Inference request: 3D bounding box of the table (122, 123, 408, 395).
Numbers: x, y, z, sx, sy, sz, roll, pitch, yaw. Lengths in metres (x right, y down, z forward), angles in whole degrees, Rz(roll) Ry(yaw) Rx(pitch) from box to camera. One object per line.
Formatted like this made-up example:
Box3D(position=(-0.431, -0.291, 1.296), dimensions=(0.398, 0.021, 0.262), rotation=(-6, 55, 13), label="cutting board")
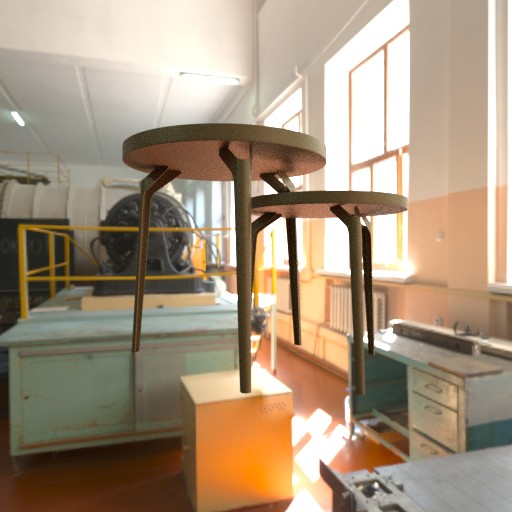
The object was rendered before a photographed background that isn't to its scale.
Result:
Box3D(position=(0.000, 0.000, 1.160), dimensions=(0.751, 0.555, 0.532), rotation=(0, 0, 18), label="table")
